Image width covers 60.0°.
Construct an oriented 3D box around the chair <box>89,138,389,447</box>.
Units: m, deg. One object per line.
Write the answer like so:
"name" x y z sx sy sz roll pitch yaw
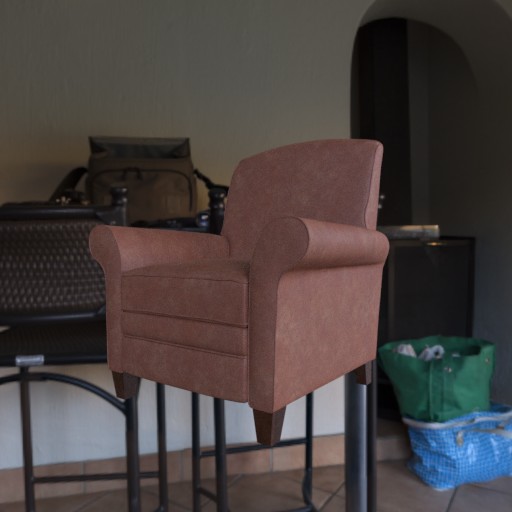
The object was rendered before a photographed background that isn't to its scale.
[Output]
"chair" 0.000 0.000 1.785 0.978 1.061 0.902 1 2 36
